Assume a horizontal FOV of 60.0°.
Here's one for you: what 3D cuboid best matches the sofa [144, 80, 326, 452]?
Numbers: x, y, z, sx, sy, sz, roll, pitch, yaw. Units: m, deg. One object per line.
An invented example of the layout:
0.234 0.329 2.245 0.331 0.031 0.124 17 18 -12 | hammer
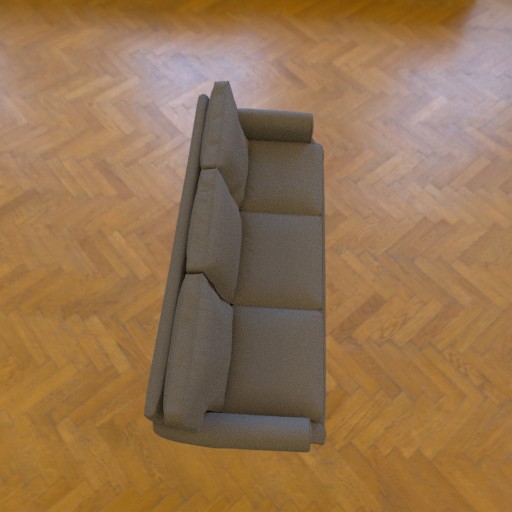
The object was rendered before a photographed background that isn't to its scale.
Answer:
0.000 0.000 2.902 0.966 0.948 2.353 3 63 2 | sofa
